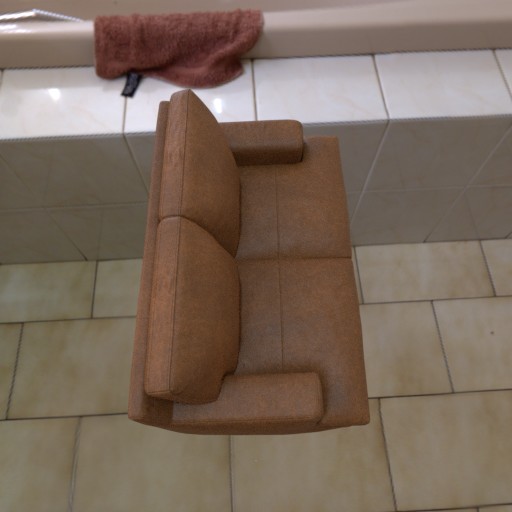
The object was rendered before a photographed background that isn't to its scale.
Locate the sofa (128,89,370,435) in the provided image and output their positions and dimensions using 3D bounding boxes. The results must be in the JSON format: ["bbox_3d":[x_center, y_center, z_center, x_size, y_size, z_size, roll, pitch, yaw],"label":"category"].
[{"bbox_3d":[0.000,0.000,2.536,1.144,0.966,1.880,-1,65,0],"label":"sofa"}]
